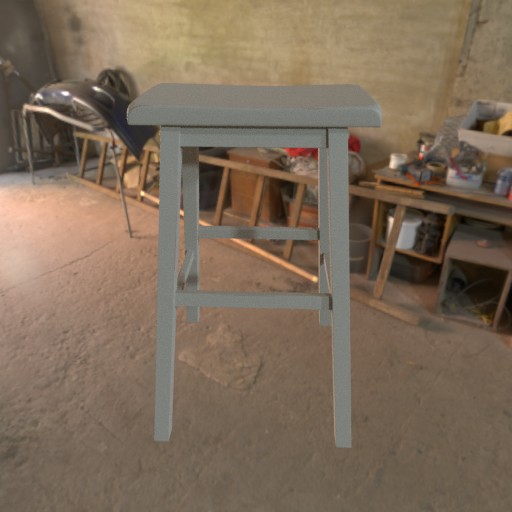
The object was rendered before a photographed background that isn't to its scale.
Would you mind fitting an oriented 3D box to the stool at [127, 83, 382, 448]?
[{"bbox_3d":[0.000,0.000,1.051,0.457,0.737,0.476,1,30,2],"label":"stool"}]
